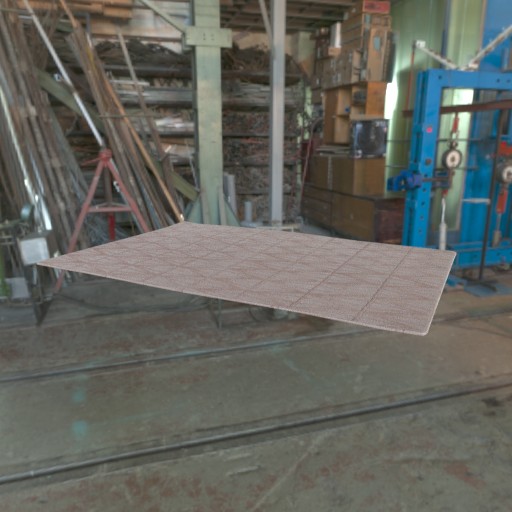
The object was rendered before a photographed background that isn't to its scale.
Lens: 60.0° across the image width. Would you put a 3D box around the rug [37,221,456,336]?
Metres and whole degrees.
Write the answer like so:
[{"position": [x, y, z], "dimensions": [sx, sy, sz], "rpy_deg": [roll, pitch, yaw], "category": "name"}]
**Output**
[{"position": [0.000, 0.000, 2.312], "dimensions": [1.837, 0.025, 1.230], "rpy_deg": [8, 16, 27], "category": "rug"}]
